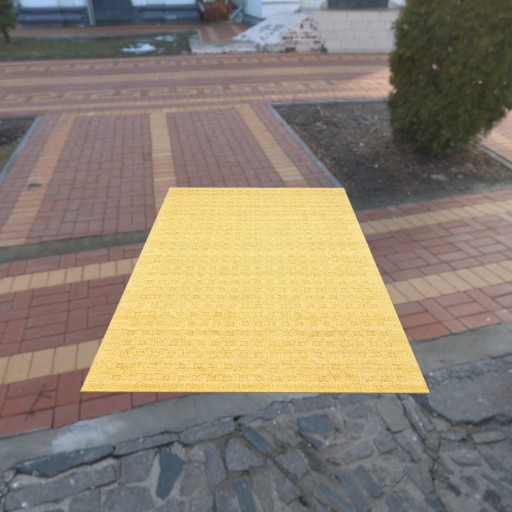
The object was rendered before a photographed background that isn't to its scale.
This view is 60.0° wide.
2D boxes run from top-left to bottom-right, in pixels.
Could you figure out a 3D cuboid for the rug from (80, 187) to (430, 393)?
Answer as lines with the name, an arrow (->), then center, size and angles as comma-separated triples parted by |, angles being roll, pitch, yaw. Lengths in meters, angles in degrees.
rug -> 0.000, 0.000, 2.908 | 1.524, 0.006, 2.286 | 0, 31, 0
